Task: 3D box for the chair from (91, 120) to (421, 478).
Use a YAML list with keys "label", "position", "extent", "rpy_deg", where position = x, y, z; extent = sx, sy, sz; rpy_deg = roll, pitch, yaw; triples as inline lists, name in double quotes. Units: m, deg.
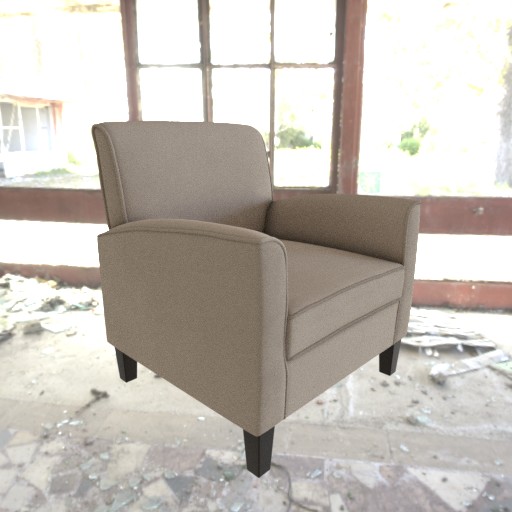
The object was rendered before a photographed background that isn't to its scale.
- label: "chair"
  position: [0.000, 0.000, 1.545]
  extent: [0.820, 0.915, 0.820]
  rpy_deg: [14, 21, 42]
